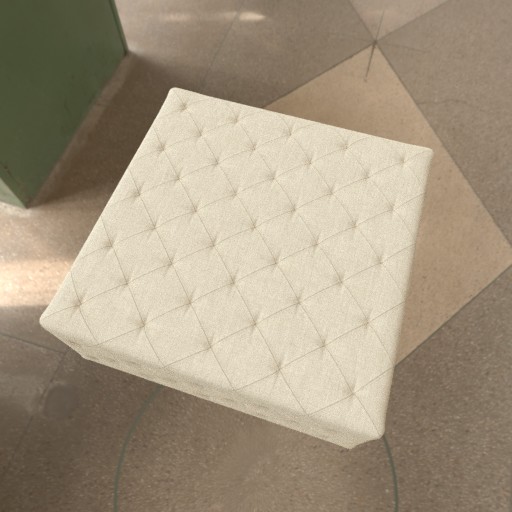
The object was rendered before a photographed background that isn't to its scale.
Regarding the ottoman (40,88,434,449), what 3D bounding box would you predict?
[{"bbox_3d":[0.000,0.000,1.621,1.028,0.439,1.028,16,64,8],"label":"ottoman"}]
